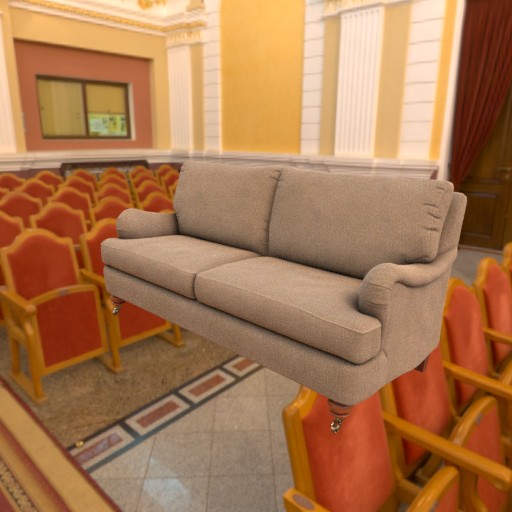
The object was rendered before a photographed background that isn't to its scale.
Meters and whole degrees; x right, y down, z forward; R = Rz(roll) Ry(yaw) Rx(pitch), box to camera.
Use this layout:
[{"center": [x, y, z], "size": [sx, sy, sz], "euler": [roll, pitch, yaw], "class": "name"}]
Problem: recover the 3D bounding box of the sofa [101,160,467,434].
[{"center": [0.000, 0.000, 2.823], "size": [2.193, 1.096, 1.069], "euler": [14, 21, 42], "class": "sofa"}]
